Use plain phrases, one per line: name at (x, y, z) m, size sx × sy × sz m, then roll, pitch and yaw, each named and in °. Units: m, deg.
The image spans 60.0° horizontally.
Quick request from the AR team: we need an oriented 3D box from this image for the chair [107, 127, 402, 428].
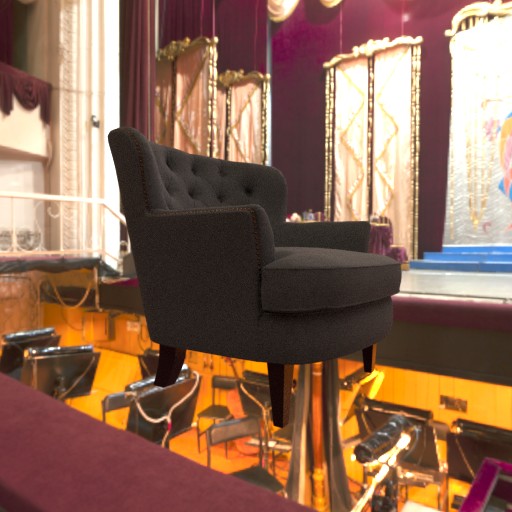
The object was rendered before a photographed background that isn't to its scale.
chair at (0.000, 0.000, 1.565) m, size 0.906 × 0.868 × 0.848 m, roll 1°, pitch 1°, yaw 35°
